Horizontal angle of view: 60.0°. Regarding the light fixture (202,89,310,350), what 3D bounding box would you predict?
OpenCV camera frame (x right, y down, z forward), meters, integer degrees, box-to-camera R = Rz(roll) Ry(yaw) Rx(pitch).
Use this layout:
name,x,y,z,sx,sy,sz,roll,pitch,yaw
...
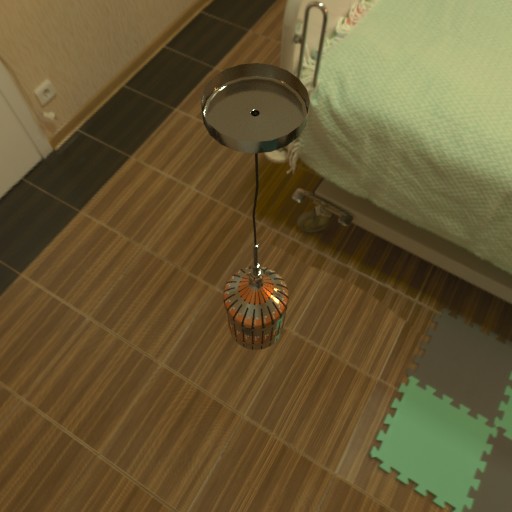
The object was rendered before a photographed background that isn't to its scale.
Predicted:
name,x,y,z,sx,sy,sz,roll,pitch,yaw
light fixture,0.000,0.000,1.689,0.303,1.535,0.303,0,62,0
